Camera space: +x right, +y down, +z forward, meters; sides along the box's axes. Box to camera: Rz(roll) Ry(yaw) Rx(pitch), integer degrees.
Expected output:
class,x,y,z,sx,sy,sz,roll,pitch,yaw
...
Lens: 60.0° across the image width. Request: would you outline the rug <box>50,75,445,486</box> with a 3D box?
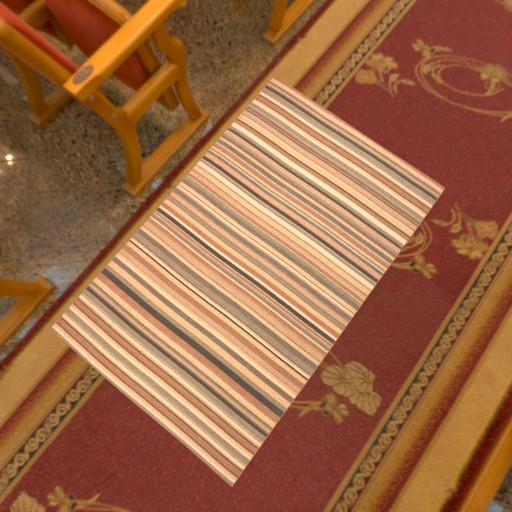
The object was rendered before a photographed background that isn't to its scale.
class,x,y,z,sx,sy,sz,roll,pitch,yaw
rug,0.000,0.000,3.021,1.523,0.014,2.438,37,78,9
